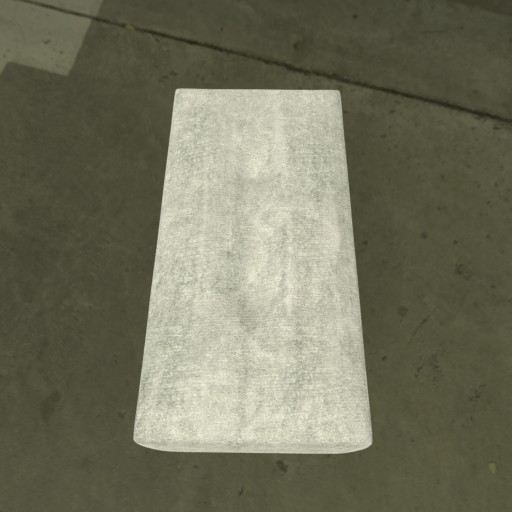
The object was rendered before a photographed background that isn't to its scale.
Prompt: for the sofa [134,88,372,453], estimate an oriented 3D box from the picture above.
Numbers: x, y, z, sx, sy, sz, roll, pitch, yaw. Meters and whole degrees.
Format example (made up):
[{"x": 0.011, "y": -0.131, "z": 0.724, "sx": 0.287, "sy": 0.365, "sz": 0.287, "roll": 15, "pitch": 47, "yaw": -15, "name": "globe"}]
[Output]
[{"x": 0.000, "y": 0.000, "z": 1.149, "sx": 0.480, "sy": 0.330, "sz": 0.930, "roll": 1, "pitch": 65, "yaw": 0, "name": "sofa"}]
